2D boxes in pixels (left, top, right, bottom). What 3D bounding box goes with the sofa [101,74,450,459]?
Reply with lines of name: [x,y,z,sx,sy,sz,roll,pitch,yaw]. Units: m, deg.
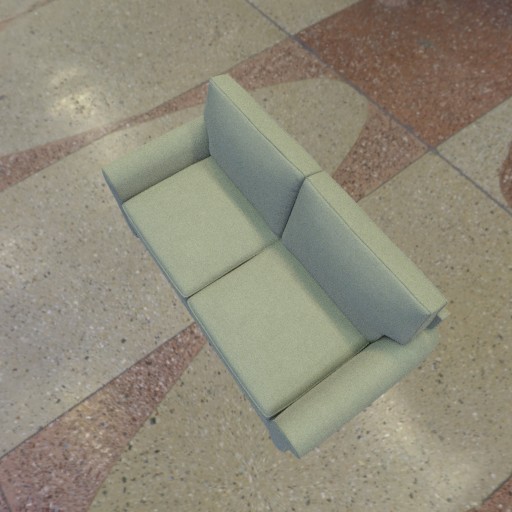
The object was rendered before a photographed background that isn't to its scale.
sofa: [0.000,0.000,2.280,0.861,0.933,1.774,-32,67,-15]
